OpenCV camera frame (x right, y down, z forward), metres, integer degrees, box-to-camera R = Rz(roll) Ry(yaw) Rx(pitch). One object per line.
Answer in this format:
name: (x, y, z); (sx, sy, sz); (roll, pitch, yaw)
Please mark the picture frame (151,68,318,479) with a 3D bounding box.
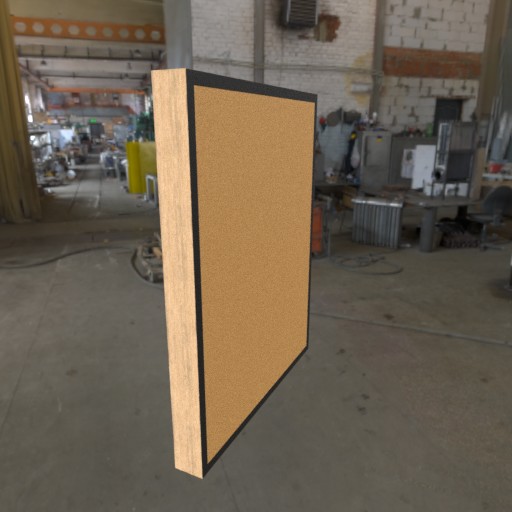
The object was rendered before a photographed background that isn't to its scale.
picture frame: (0.000, 0.000, 0.729); (0.046, 0.526, 0.421); (8, 18, 26)
